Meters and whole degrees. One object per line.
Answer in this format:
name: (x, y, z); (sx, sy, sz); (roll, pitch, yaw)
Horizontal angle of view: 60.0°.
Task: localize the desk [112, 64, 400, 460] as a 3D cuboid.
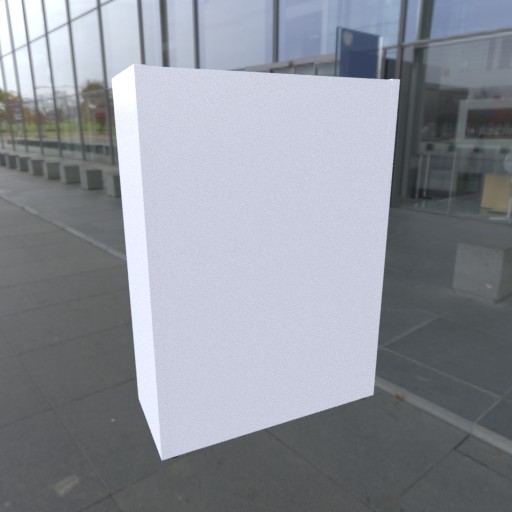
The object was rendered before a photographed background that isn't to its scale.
desk: (0.000, 0.000, 1.600); (0.850, 1.190, 0.390); (-7, 18, -24)
